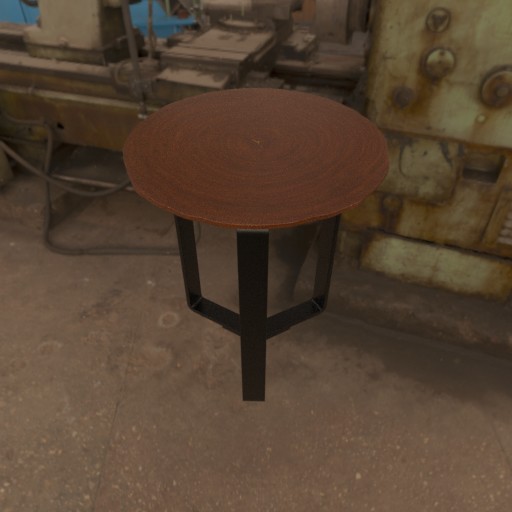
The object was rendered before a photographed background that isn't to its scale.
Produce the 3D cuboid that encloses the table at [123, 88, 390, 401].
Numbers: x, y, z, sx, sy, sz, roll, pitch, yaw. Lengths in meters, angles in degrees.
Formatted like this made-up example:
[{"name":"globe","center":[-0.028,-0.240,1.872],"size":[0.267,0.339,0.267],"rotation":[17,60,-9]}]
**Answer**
[{"name":"table","center":[0.000,0.000,0.796],"size":[0.380,0.450,0.410],"rotation":[1,41,1]}]
